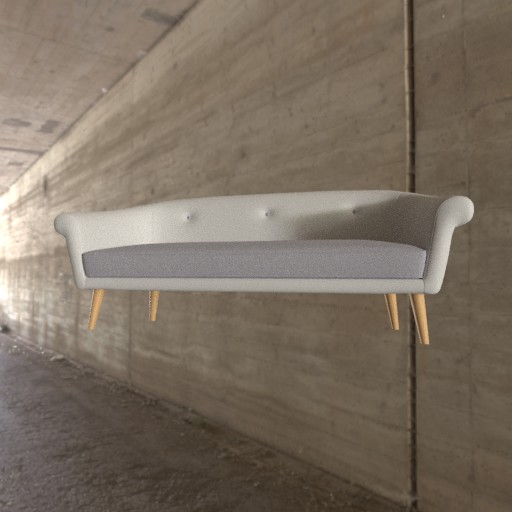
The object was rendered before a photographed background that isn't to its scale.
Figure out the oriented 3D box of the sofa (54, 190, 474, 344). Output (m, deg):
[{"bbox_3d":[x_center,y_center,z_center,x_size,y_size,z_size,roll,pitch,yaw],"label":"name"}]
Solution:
[{"bbox_3d":[0.000,0.000,2.549,2.160,0.795,0.827,-1,-2,16],"label":"sofa"}]
